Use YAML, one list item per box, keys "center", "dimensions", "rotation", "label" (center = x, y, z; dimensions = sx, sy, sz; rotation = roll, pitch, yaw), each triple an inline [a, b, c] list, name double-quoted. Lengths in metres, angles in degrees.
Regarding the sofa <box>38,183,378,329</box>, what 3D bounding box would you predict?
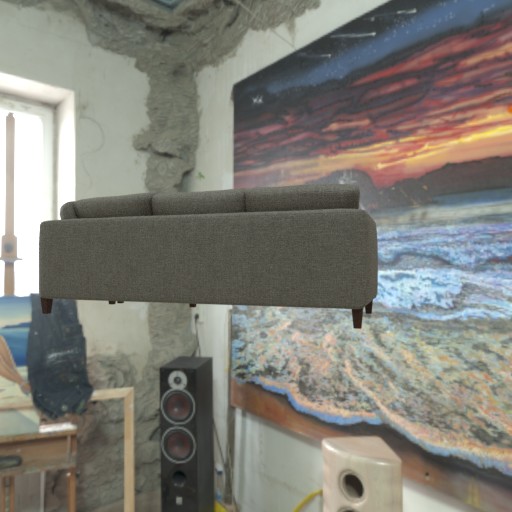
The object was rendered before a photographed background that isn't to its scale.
- center: [0.000, 0.000, 4.650]
  dimensions: [2.593, 0.947, 3.302]
  rotation: [0, -1, 19]
  label: "sofa"
